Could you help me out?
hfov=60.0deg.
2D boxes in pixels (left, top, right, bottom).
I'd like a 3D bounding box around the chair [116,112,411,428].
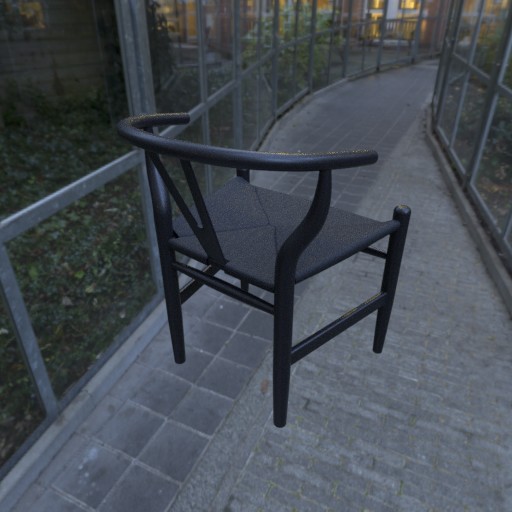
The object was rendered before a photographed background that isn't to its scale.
[{"bbox_3d":[0.000,0.000,1.137,0.569,0.730,0.579,21,36,32],"label":"chair"}]
